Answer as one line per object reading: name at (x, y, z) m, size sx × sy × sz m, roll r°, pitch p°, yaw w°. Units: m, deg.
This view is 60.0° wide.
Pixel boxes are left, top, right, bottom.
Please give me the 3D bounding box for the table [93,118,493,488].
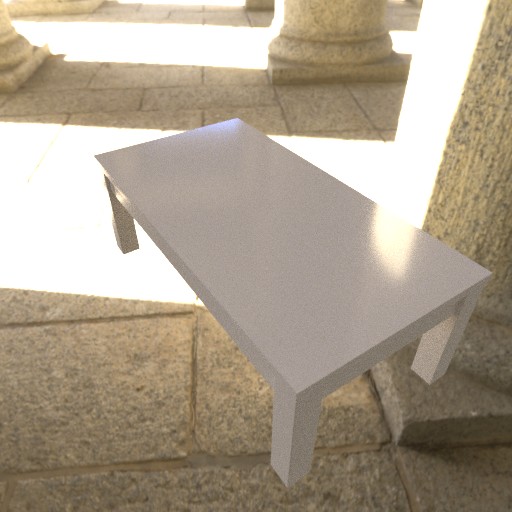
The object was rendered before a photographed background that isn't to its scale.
table at (0.000, 0.000, 1.679) m, size 0.700 × 0.470 × 1.350 m, roll -23°, pitch 45°, yaw -26°
